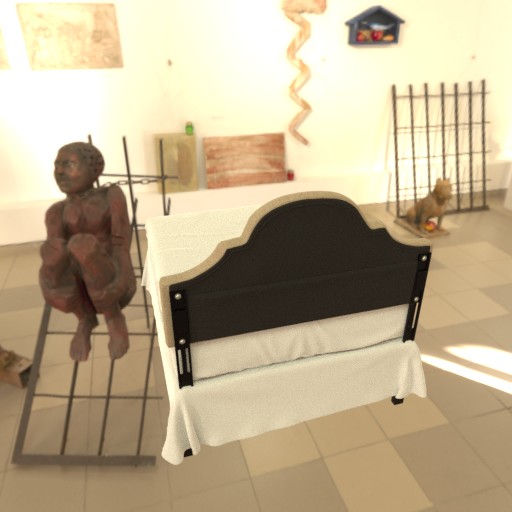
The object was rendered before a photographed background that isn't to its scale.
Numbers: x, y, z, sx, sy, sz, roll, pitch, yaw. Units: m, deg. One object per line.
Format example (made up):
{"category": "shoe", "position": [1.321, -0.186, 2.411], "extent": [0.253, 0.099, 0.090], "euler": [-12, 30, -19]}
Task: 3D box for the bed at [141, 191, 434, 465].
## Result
{"category": "bed", "position": [0.000, 0.000, 3.405], "extent": [1.780, 1.634, 2.222], "euler": [-8, 28, -15]}
